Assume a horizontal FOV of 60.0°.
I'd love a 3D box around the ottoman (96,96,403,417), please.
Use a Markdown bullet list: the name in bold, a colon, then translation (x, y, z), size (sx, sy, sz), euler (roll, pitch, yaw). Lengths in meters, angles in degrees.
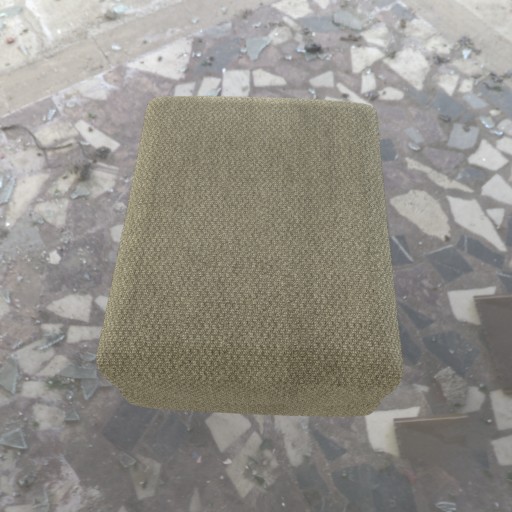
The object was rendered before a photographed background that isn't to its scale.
- **ottoman**: translation (0.000, 0.000, 1.143), size (0.603, 0.476, 0.751), euler (2, 64, 1)
